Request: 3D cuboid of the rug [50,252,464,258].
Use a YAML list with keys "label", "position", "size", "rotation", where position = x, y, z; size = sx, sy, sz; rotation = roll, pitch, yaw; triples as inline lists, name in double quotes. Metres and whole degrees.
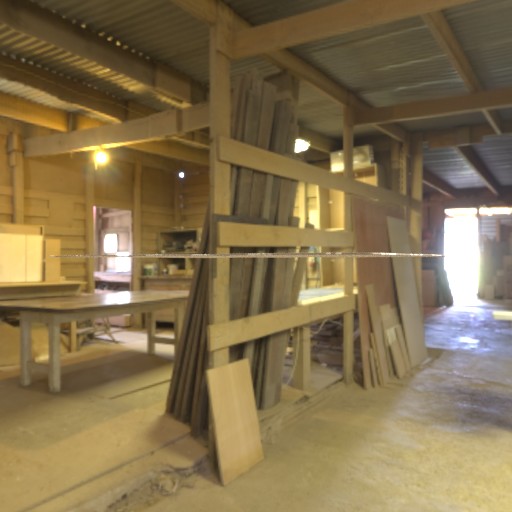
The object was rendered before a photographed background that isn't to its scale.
- label: "rug"
  position: [0.000, 0.000, 4.479]
  size: [3.419, 0.020, 2.441]
  rotation: [0, -1, 36]
